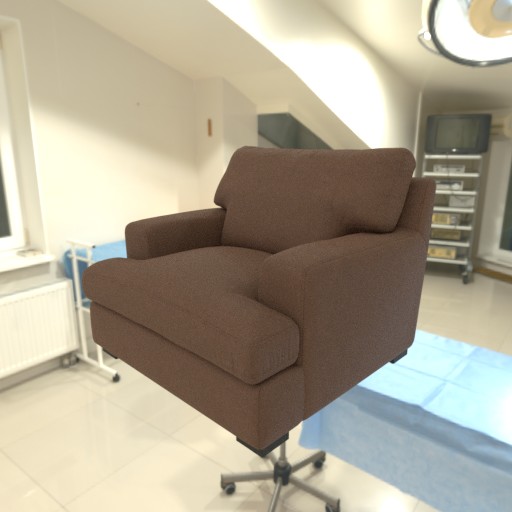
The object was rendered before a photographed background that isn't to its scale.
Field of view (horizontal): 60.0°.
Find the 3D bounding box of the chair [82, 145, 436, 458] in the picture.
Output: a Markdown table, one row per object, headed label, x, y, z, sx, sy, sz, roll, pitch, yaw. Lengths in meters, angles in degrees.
| label | x | y | z | sx | sy | sz | roll | pitch | yaw |
| --- | --- | --- | --- | --- | --- | --- | --- | --- | --- |
| chair | 0.000 | 0.000 | 1.974 | 1.168 | 0.940 | 1.143 | 14 | 20 | 43 |
